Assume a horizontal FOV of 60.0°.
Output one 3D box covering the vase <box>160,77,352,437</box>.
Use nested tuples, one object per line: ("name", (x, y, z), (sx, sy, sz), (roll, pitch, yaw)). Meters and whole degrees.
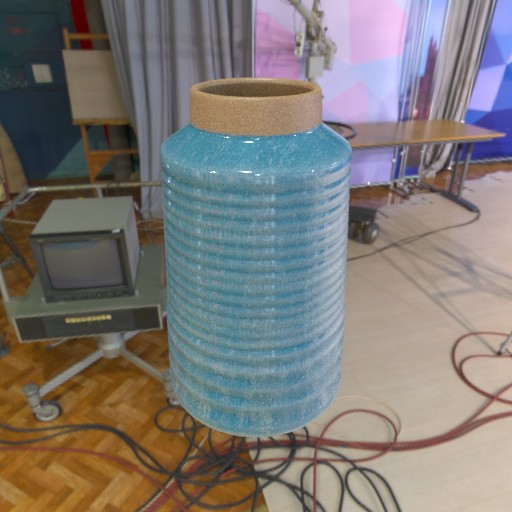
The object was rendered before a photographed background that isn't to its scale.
("vase", (0.000, 0.000, 0.369), (0.163, 0.267, 0.163), (0, 29, 0))
